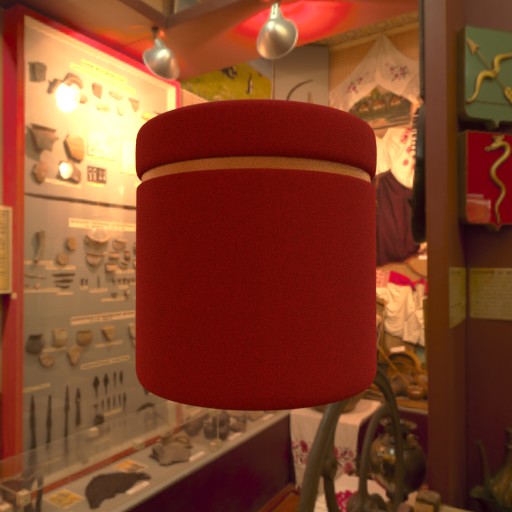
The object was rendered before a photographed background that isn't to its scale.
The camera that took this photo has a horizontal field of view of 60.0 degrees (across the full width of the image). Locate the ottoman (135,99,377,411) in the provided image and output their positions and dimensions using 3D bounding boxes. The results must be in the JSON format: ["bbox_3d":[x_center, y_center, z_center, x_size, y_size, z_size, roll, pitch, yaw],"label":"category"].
[{"bbox_3d":[0.000,0.000,0.757,0.400,0.406,0.400,0,-1,0],"label":"ottoman"}]
